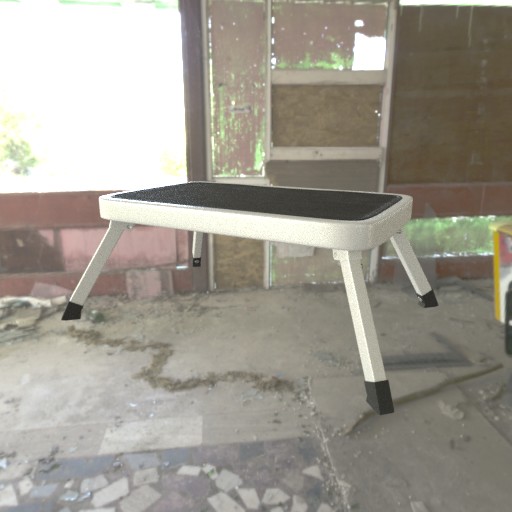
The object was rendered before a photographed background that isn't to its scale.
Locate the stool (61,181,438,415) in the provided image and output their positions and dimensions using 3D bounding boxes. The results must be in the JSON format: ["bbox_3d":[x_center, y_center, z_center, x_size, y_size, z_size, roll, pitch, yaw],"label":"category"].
[{"bbox_3d":[0.000,0.000,0.623,0.460,0.170,0.320,9,18,28],"label":"stool"}]
